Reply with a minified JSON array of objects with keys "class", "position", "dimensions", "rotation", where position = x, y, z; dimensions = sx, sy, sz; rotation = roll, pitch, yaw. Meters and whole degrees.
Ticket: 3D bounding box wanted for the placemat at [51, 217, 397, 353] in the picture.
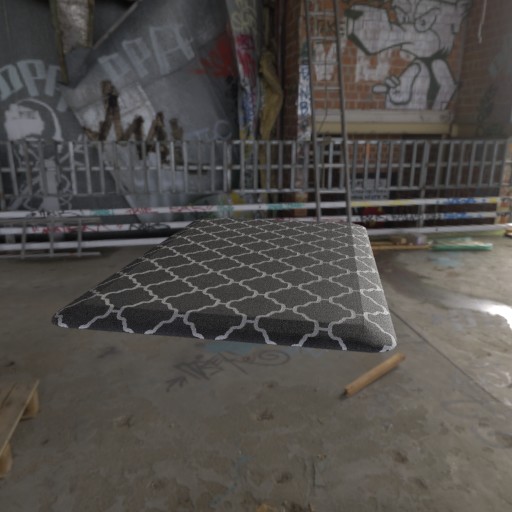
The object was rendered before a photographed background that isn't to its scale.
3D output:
[{"class":"placemat","position":[0.000,0.000,0.964],"dimensions":[0.508,0.021,0.762],"rotation":[3,17,10]}]
